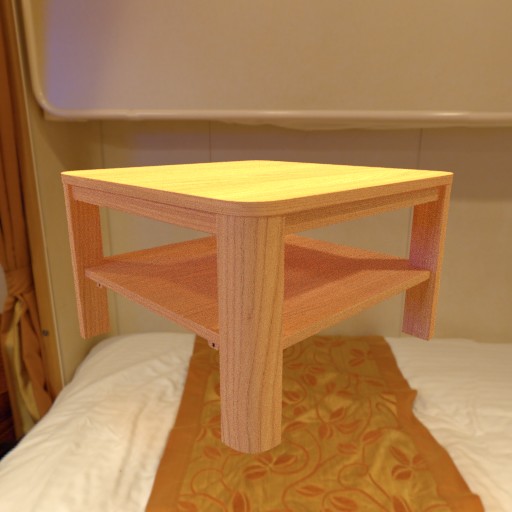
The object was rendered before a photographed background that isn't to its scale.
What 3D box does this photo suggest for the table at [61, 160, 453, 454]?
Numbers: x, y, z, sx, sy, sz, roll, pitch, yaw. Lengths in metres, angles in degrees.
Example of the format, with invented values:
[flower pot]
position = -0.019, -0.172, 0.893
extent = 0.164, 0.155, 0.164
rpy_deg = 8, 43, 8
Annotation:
[table]
position = 0.000, 0.000, 1.209
extent = 0.750, 0.450, 0.750
rpy_deg = -15, 21, -42
